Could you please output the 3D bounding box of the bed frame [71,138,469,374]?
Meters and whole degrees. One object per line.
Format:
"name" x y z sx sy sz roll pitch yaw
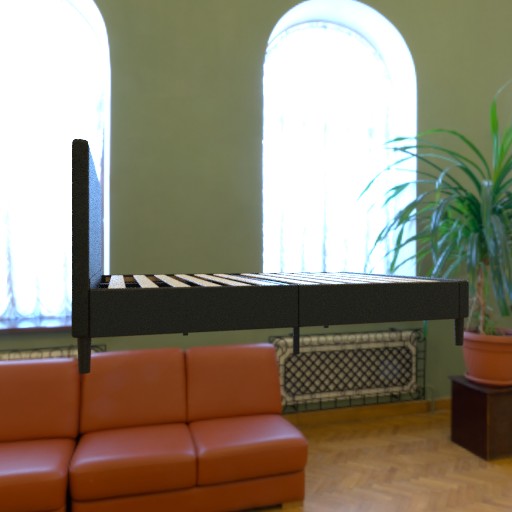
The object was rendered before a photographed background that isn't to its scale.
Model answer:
"bed frame" 0.000 0.000 2.964 2.152 1.046 1.469 0 0 -17
